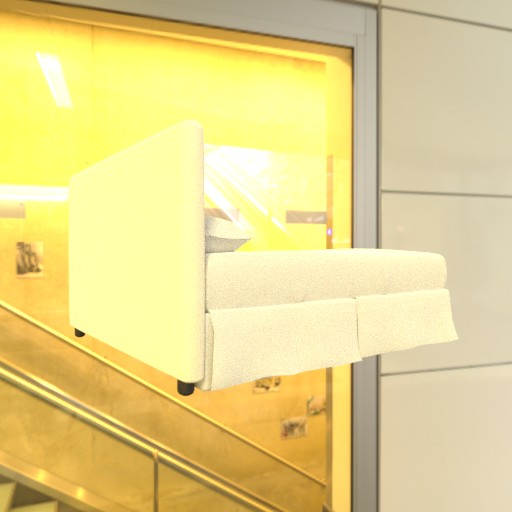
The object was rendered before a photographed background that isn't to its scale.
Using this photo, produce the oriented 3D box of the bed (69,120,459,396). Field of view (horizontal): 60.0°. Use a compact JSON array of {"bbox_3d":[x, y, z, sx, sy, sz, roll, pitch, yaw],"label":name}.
[{"bbox_3d":[0.000,0.000,3.516,2.341,1.317,2.119,0,1,-37],"label":"bed"}]
